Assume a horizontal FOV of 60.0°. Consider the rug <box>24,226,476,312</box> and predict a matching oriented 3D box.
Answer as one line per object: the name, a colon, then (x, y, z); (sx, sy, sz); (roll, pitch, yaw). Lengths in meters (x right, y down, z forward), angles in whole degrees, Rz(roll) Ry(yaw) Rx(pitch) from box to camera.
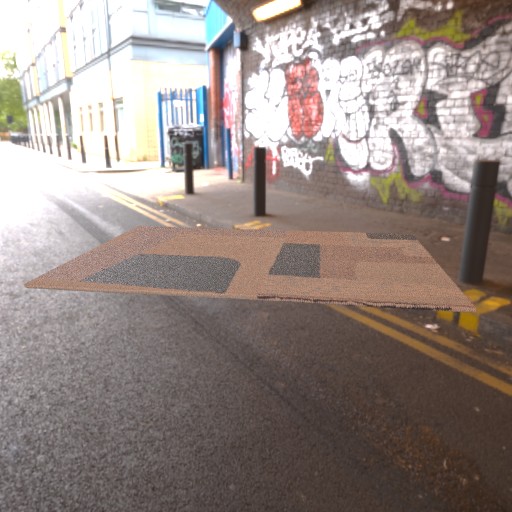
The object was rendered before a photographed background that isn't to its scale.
rug: (0.000, 0.000, 2.368); (1.847, 0.020, 1.238); (2, 16, 8)
